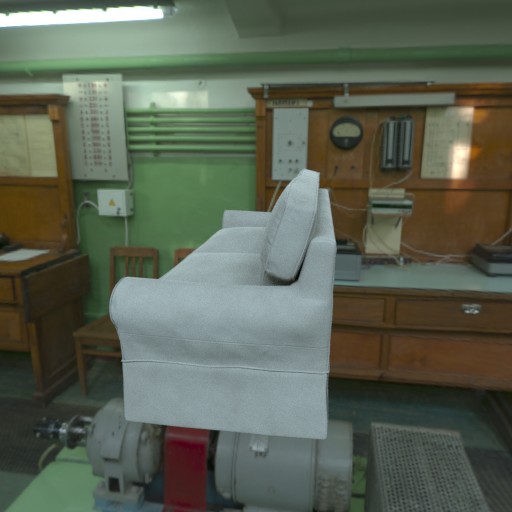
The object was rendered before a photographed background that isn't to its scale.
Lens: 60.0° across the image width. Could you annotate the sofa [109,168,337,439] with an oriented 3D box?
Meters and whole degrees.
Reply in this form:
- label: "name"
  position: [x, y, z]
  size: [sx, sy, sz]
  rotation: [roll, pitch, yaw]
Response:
- label: "sofa"
  position: [0.000, 0.000, 2.751]
  size: [0.900, 1.014, 2.246]
  rotation: [2, 14, 8]
